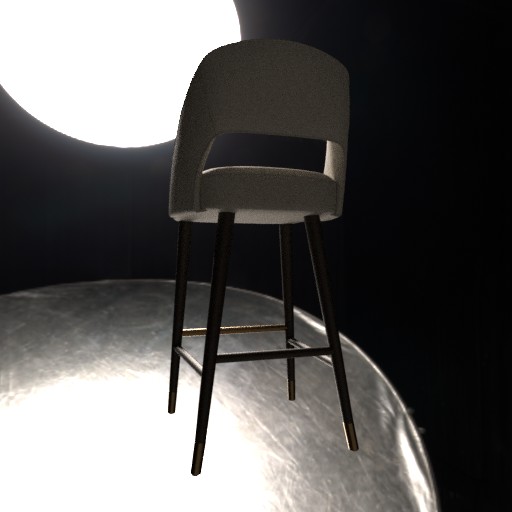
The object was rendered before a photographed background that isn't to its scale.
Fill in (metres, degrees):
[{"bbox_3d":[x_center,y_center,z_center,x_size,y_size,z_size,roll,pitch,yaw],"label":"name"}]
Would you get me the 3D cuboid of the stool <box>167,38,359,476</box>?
[{"bbox_3d":[0.000,0.000,1.298,0.494,1.037,0.509,0,0,-18],"label":"stool"}]
